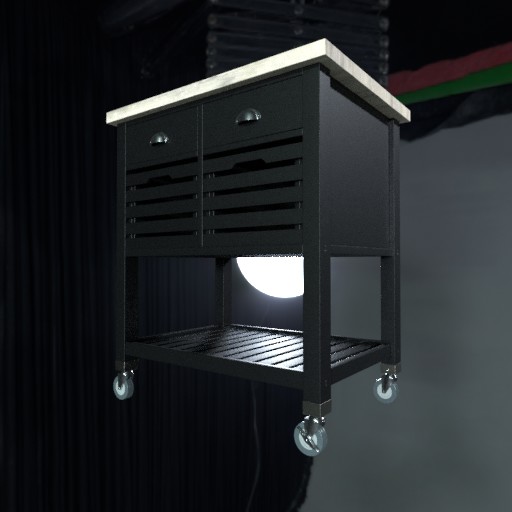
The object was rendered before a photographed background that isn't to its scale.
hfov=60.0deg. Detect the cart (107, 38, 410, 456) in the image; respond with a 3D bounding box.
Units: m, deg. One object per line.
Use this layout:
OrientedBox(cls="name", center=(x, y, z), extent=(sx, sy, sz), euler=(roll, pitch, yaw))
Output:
OrientedBox(cls="cart", center=(0.000, 0.000, 1.410), extent=(0.797, 0.920, 0.567), euler=(-1, -1, 37))
